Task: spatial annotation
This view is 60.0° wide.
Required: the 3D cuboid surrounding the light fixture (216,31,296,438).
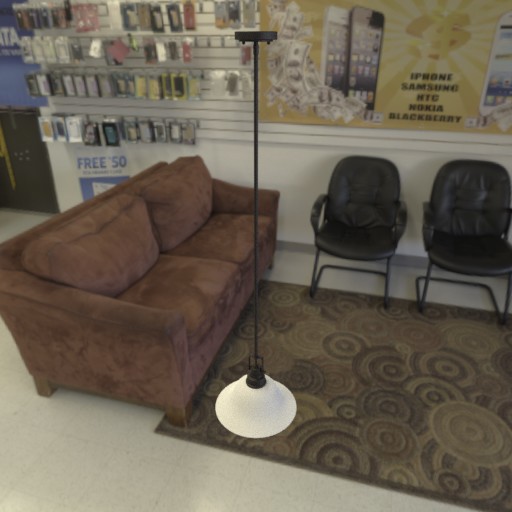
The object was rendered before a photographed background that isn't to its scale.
[{"bbox_3d":[0.000,0.000,1.480,0.324,1.337,0.324,9,28,17],"label":"light fixture"}]
